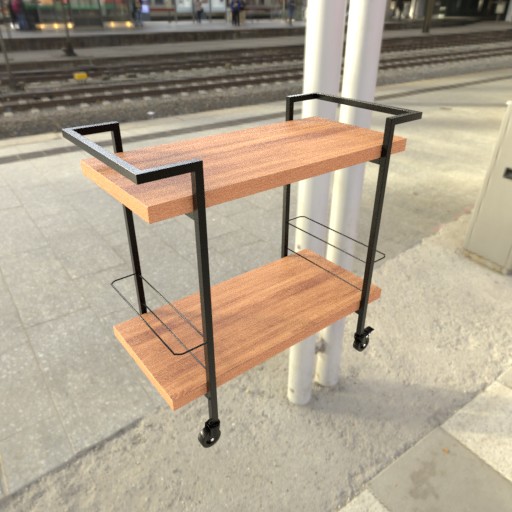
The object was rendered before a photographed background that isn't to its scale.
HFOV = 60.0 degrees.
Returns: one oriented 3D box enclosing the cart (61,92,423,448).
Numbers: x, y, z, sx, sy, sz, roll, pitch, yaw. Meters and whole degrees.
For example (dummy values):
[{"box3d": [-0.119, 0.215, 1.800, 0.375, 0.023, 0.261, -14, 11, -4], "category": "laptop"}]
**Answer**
[{"box3d": [0.000, 0.000, 1.269, 0.806, 0.762, 0.406, -21, 36, -32], "category": "cart"}]
